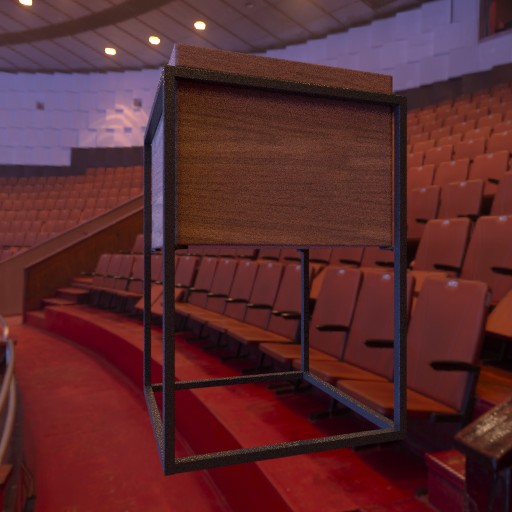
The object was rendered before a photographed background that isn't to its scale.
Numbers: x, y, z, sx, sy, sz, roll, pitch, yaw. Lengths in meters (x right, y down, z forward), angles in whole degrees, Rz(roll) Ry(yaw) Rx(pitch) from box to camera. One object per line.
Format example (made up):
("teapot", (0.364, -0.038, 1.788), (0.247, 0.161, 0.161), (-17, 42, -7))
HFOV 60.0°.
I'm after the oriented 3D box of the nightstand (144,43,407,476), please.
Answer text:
("nightstand", (0.000, 0.000, 0.861), (0.397, 0.607, 0.397), (0, 0, -18))
